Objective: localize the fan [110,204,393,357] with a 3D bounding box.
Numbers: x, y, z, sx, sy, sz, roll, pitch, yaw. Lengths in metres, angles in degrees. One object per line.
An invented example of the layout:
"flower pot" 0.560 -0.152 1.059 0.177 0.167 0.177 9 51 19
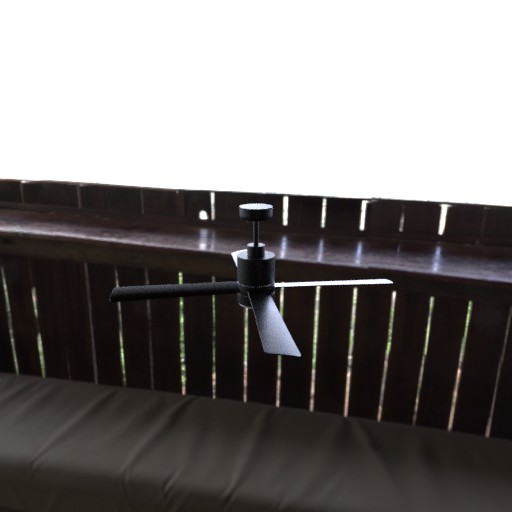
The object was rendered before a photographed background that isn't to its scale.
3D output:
"fan" 0.000 0.000 2.366 1.525 0.534 1.525 -2 16 -7
